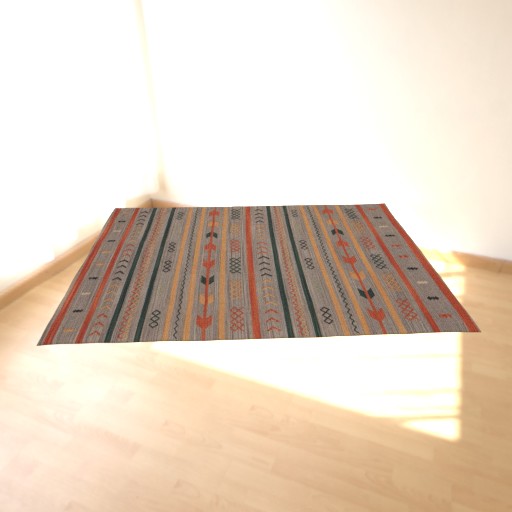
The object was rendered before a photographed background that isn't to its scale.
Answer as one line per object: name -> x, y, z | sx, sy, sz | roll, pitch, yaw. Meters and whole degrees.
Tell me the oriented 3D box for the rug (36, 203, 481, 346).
rug -> 0.000, 0.000, 3.974 | 3.029, 0.022, 2.263 | -1, 30, -2
